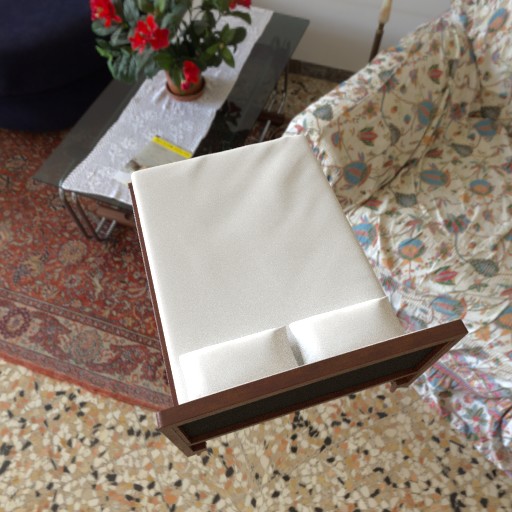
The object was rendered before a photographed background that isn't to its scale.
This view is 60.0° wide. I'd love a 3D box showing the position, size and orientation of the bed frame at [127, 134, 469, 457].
[{"bbox_3d":[0.000,0.000,3.157,1.587,1.279,2.171,-15,60,-9],"label":"bed frame"}]
